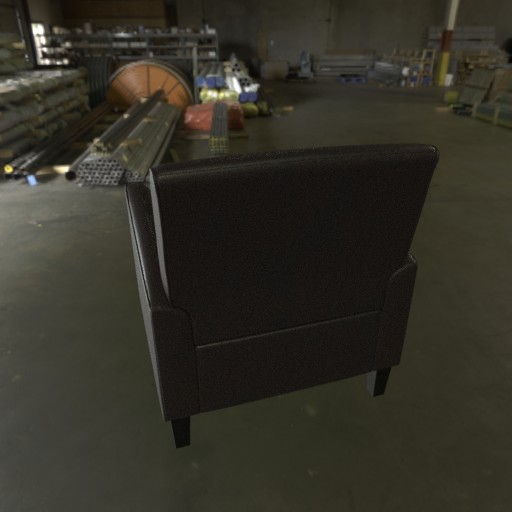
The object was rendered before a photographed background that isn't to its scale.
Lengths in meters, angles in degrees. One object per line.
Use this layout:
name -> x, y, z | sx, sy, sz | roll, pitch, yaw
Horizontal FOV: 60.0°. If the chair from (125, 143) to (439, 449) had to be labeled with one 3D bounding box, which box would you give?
chair -> 0.000, 0.000, 1.572 | 0.820, 0.916, 0.819 | -8, 28, -16
